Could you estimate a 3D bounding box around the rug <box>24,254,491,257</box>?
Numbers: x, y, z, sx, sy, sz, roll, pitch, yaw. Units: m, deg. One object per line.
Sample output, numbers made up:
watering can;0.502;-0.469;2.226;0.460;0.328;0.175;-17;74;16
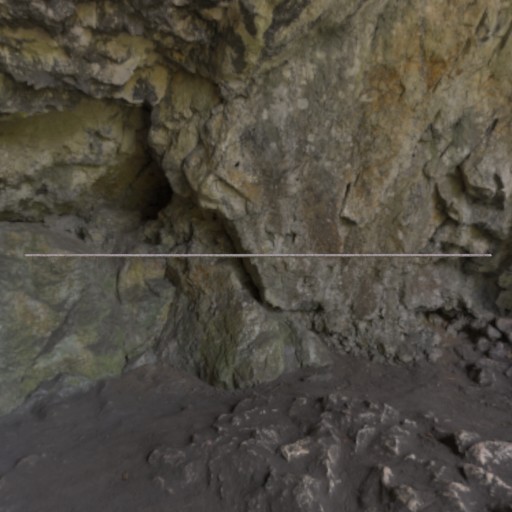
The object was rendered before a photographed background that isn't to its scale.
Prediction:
rug;0.000;0.000;2.702;2.452;0.012;0.775;0;0;2
